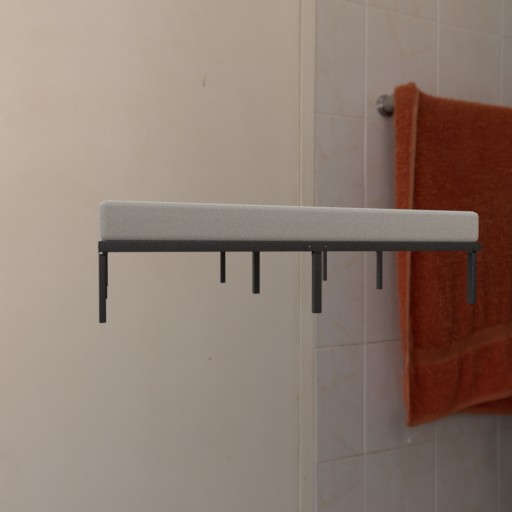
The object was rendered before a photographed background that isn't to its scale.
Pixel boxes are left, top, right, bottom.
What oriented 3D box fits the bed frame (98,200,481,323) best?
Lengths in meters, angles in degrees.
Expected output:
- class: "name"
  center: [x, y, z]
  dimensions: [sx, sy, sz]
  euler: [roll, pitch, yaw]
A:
- class: "bed frame"
  center: [0.000, 0.000, 4.004]
  dimensions: [2.635, 0.680, 2.526]
  euler: [0, 1, -18]
